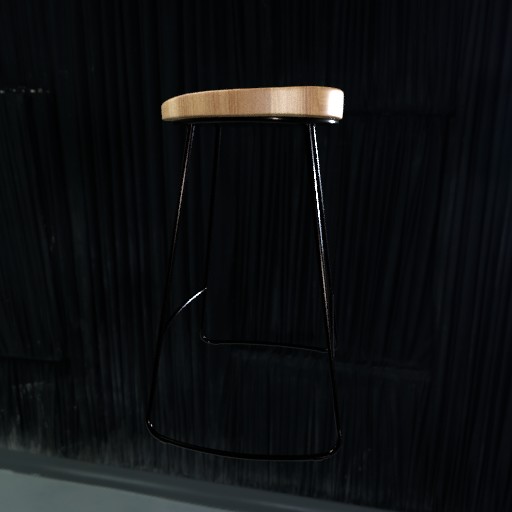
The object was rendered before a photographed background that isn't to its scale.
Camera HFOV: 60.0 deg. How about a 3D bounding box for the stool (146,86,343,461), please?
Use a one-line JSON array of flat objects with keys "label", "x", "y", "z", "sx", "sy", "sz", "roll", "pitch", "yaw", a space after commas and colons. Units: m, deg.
[{"label": "stool", "x": 0.000, "y": 0.000, "z": 0.986, "sx": 0.401, "sy": 0.679, "sz": 0.480, "roll": 3, "pitch": 16, "yaw": 9}]
